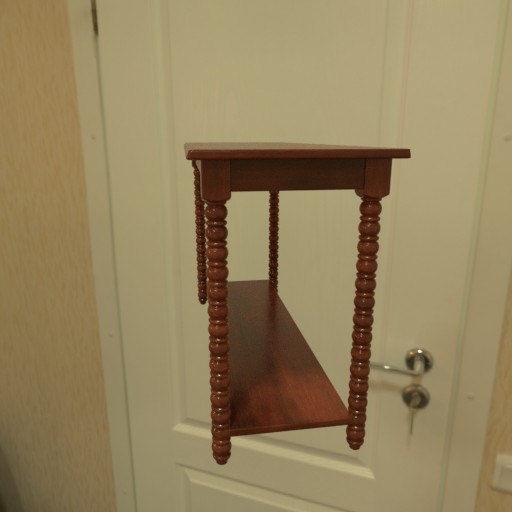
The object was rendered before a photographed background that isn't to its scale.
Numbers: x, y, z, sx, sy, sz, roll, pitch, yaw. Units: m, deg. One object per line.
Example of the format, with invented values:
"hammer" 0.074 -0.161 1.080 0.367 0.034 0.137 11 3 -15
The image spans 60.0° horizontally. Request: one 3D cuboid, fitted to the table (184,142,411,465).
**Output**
"table" 0.000 0.000 1.516 0.459 0.740 1.184 -2 15 -9
